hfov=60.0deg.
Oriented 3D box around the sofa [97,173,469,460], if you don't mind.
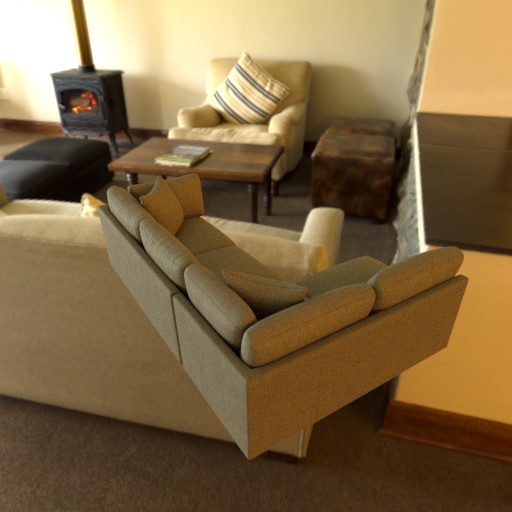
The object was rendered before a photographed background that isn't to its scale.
[{"bbox_3d":[0.000,0.000,4.017,1.994,0.978,2.896,-18,34,-28],"label":"sofa"}]
